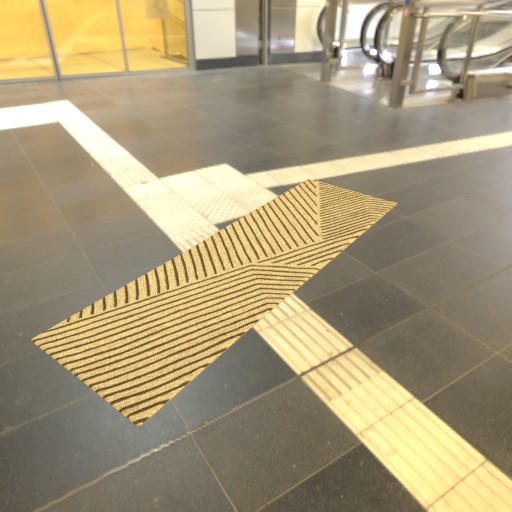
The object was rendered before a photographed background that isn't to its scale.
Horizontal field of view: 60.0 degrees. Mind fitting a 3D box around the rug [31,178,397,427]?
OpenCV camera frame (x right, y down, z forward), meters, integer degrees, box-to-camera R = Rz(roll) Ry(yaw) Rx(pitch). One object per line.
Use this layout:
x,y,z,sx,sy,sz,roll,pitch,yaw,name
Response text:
0.000,0.000,2.677,0.773,0.020,2.439,23,39,31,rug
